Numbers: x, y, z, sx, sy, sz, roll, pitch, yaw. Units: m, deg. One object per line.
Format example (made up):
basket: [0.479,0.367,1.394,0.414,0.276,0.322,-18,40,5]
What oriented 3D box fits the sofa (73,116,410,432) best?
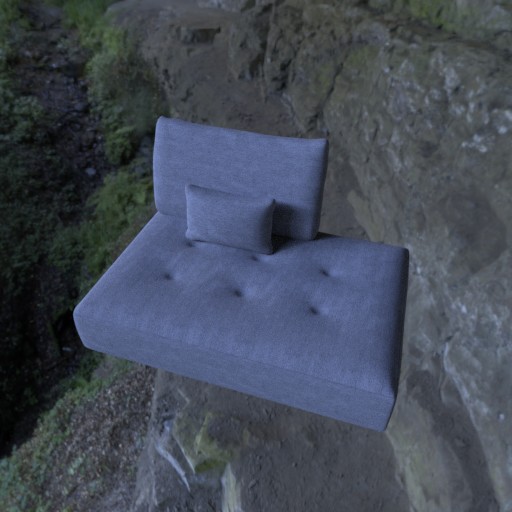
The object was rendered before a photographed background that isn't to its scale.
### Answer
sofa: [0.000,0.000,2.089,1.450,0.820,1.002,12,42,13]
